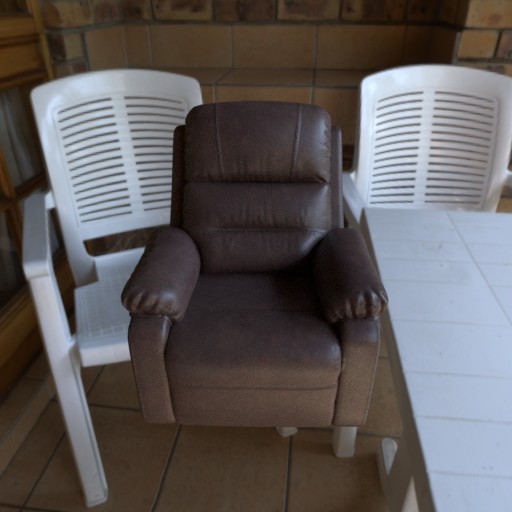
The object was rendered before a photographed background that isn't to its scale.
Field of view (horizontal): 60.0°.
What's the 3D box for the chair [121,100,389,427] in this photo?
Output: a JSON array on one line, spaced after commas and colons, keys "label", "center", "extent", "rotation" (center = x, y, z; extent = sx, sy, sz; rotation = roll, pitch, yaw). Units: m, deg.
[{"label": "chair", "center": [0.000, 0.000, 1.693], "extent": [0.855, 0.992, 0.919], "rotation": [1, 31, 1]}]
